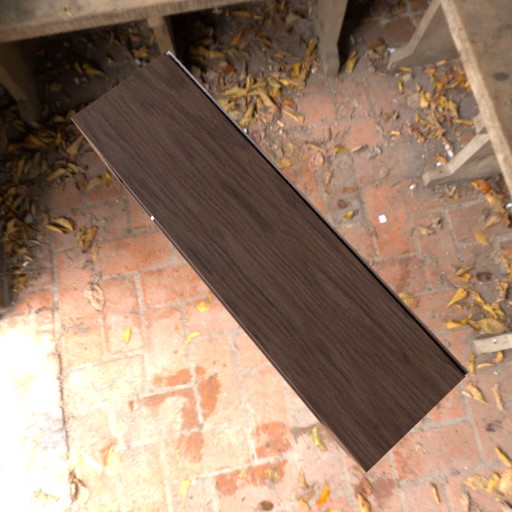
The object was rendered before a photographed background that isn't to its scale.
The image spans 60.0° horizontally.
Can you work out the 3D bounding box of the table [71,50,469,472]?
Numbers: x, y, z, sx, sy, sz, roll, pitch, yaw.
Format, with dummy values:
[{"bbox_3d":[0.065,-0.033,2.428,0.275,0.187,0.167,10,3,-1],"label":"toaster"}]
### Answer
[{"bbox_3d":[0.000,0.000,1.597,0.405,0.508,1.397,-39,79,-9],"label":"table"}]
